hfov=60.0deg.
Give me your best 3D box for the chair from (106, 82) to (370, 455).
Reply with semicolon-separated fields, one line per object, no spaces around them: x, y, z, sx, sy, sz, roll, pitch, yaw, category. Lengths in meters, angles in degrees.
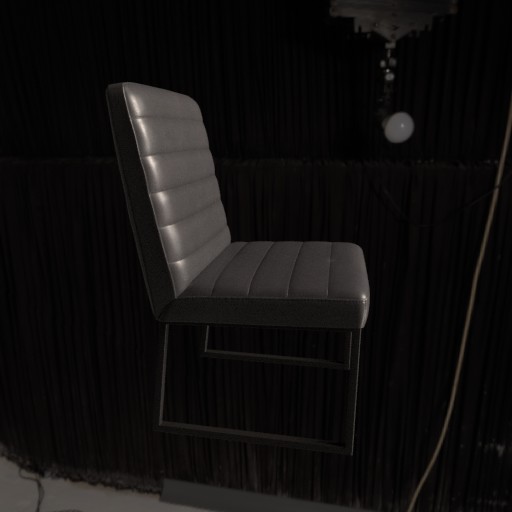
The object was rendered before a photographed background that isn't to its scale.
0.000;0.000;1.309;0.634;0.930;0.520;3;16;10;chair
